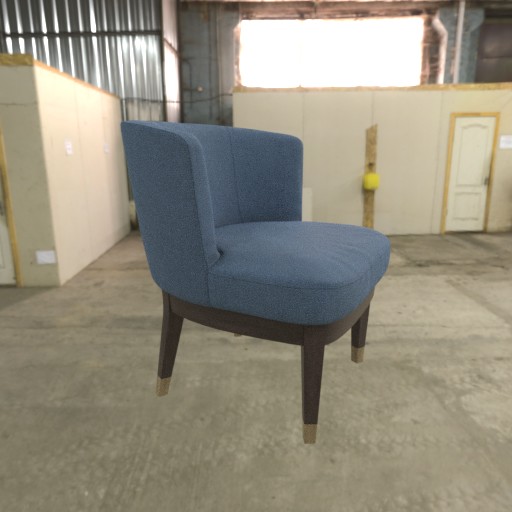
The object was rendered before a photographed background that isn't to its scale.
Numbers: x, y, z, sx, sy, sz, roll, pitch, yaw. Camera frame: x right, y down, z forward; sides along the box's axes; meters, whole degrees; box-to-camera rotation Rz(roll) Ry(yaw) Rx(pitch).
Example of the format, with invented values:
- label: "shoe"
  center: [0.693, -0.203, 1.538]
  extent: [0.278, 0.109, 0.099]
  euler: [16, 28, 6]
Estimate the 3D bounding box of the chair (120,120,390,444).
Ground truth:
- label: "chair"
  center: [0.000, 0.000, 1.288]
  extent: [0.702, 0.760, 0.661]
  euler: [7, 16, 26]
